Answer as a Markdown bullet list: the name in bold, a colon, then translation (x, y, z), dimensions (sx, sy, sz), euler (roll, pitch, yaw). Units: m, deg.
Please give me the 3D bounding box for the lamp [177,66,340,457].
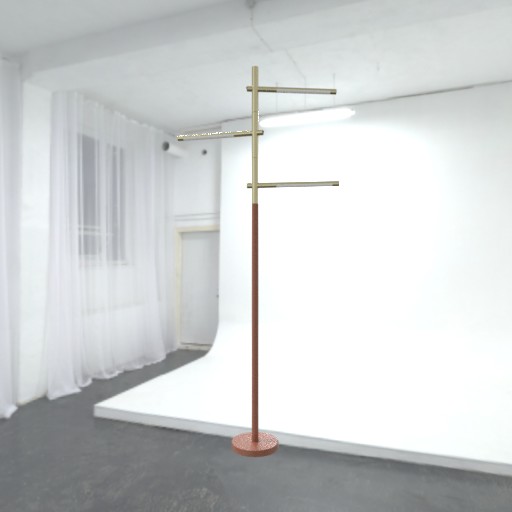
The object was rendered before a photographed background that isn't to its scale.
- **lamp**: translation (0.000, 0.000, 1.989), dimensions (0.737, 1.704, 0.209), euler (0, -1, 0)
